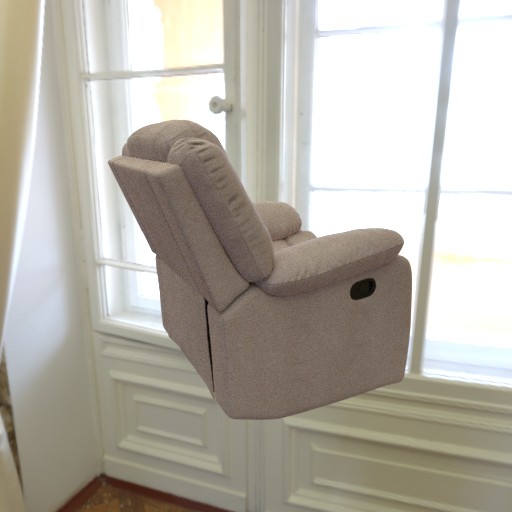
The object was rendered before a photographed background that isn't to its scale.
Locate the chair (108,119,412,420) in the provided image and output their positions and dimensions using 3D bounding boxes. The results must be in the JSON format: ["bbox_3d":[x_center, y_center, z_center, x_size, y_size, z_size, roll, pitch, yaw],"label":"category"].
[{"bbox_3d":[0.000,0.000,1.735,0.944,1.008,0.899,-7,16,-26],"label":"chair"}]
